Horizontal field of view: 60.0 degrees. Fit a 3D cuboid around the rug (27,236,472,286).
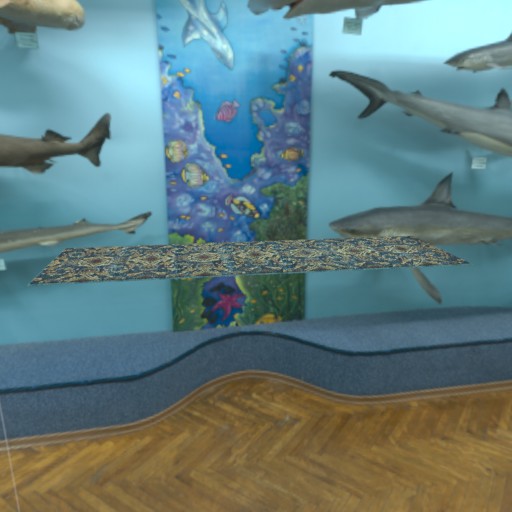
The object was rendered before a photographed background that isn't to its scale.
[{"bbox_3d":[0.000,0.000,2.584,2.292,0.014,0.685,-2,16,-8],"label":"rug"}]
